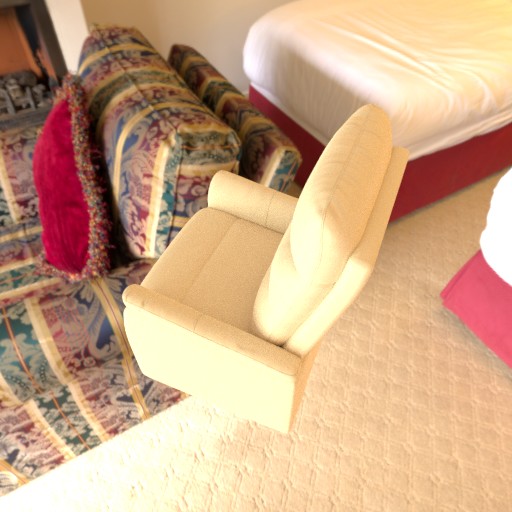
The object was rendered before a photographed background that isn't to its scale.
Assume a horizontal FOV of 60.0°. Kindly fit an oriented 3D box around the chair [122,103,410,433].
[{"bbox_3d":[0.000,0.000,1.629,0.831,1.082,0.775,17,50,15],"label":"chair"}]
